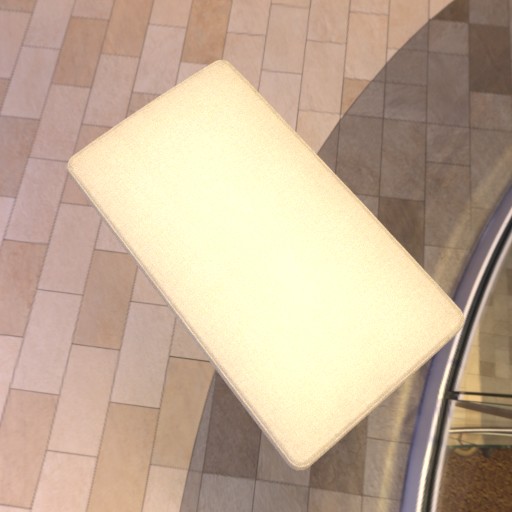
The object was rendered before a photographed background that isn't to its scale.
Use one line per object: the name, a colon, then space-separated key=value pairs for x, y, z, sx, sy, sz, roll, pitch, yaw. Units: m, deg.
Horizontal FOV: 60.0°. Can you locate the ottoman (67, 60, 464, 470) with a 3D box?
ottoman: x=0.000 y=0.000 z=1.416 sx=0.617 sy=0.461 sz=1.097 roll=-38 pitch=78 yaw=-10
